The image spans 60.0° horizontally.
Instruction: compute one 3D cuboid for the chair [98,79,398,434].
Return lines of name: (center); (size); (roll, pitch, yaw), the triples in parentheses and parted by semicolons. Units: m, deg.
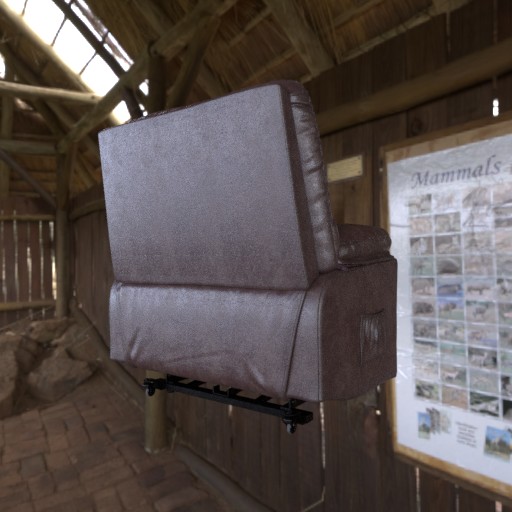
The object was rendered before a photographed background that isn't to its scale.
chair: (0.000, 0.000, 1.723); (0.940, 1.041, 0.879); (0, -1, 36)
